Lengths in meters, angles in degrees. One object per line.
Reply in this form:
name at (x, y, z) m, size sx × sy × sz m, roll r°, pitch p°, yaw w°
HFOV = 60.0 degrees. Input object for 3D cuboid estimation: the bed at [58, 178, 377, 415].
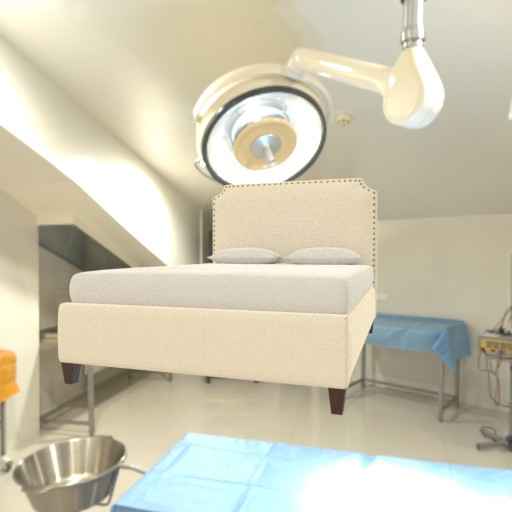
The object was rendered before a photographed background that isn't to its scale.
bed at (0.000, 0.000, 3.453) m, size 1.712 × 1.497 × 2.372 m, roll 0°, pitch 1°, yaw 18°
